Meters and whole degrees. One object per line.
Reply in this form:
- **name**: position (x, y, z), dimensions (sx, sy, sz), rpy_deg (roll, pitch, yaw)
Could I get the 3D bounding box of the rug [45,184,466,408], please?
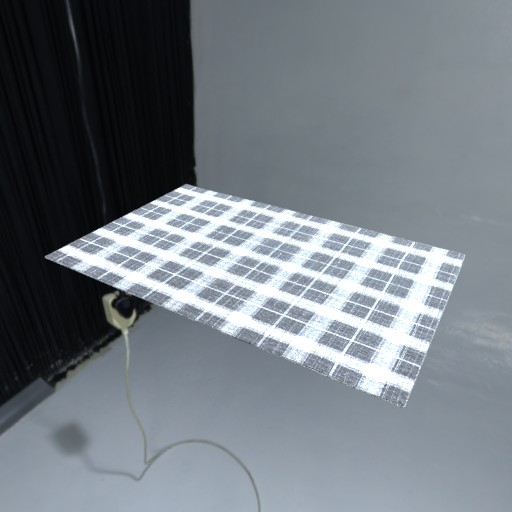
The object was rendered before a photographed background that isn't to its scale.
- **rug**: position (0.000, 0.000, 3.011), dimensions (2.434, 0.015, 1.520), rpy_deg (18, 35, 26)
